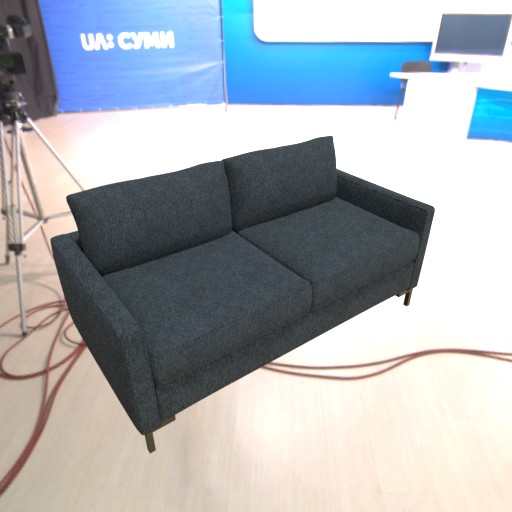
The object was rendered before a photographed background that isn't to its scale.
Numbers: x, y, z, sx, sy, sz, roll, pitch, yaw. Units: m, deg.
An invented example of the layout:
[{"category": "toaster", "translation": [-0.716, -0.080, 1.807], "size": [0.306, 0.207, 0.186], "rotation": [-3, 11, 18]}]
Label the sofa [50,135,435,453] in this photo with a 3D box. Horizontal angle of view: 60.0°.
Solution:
[{"category": "sofa", "translation": [0.000, 0.000, 2.224], "size": [1.716, 0.862, 0.866], "rotation": [-21, 37, -30]}]
